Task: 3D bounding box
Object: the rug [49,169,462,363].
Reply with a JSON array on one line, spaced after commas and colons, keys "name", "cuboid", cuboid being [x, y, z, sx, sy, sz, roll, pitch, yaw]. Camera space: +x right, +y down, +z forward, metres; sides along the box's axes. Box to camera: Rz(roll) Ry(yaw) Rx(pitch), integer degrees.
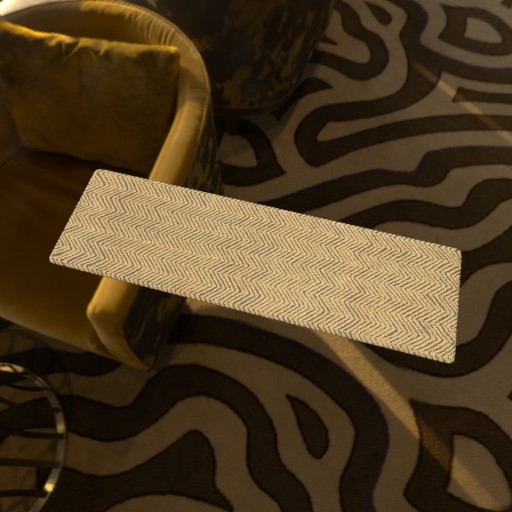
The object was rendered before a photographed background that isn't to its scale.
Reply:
[{"name": "rug", "cuboid": [0.000, 0.000, 2.553, 2.286, 0.008, 0.686, 13, 64, 7]}]
